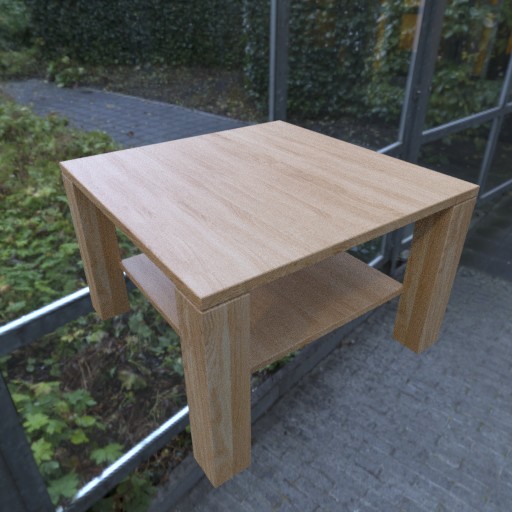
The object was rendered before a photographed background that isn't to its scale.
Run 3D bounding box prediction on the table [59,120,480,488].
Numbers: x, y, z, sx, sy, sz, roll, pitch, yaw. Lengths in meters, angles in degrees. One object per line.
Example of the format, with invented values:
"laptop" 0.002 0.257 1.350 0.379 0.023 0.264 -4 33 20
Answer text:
"table" 0.000 0.000 1.148 0.700 0.450 0.700 -21 37 -30
